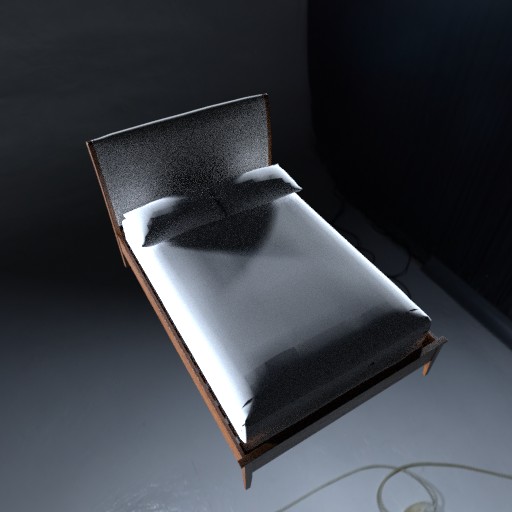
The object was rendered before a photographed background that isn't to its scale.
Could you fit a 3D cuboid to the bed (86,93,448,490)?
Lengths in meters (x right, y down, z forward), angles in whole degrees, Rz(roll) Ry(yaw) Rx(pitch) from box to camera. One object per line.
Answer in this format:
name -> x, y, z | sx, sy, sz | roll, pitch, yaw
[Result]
bed -> 0.000, 0.000, 3.294 | 1.612, 1.250, 2.380 | -23, 49, -21
